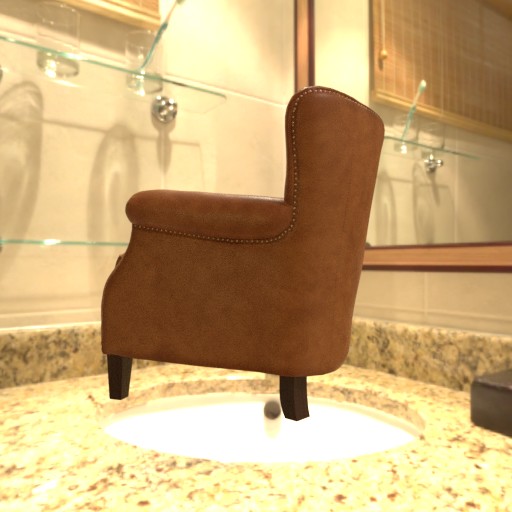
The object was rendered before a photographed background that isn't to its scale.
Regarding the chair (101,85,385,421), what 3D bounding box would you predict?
[{"bbox_3d":[0.000,0.000,1.646,0.921,0.936,0.861,0,0,17],"label":"chair"}]
